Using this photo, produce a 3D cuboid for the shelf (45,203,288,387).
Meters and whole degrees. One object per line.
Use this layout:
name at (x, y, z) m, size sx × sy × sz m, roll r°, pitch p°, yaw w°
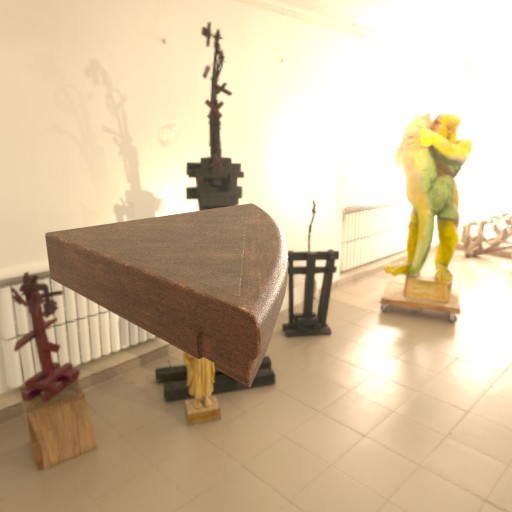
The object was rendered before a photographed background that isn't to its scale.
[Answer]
shelf at (0.000, 0.000, 0.465) m, size 0.310 × 0.050 × 0.310 m, roll 15°, pitch 21°, yaw 43°
